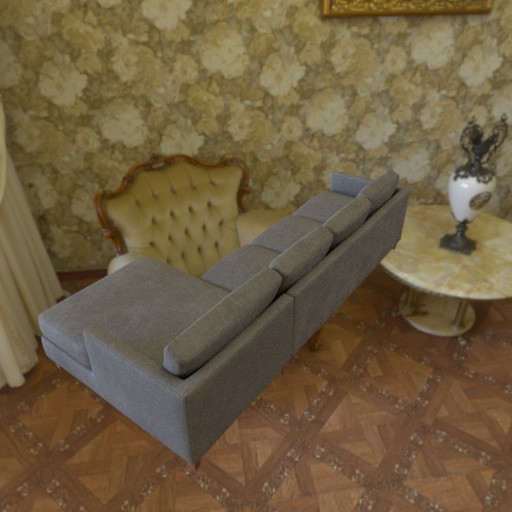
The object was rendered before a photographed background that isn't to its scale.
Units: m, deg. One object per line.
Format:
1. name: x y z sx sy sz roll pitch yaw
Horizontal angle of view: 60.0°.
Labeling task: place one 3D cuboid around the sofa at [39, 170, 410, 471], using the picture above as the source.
1. sofa: 0.000 0.000 4.051 1.604 0.950 3.471 21 38 30
